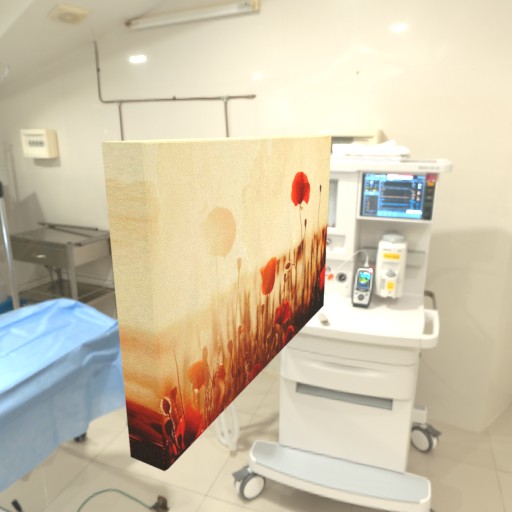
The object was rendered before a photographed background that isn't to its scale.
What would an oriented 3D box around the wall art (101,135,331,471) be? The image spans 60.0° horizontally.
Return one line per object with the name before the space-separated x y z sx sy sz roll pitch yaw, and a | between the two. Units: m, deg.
wall art | 0.000 0.000 0.485 0.037 0.251 0.383 8 18 26
